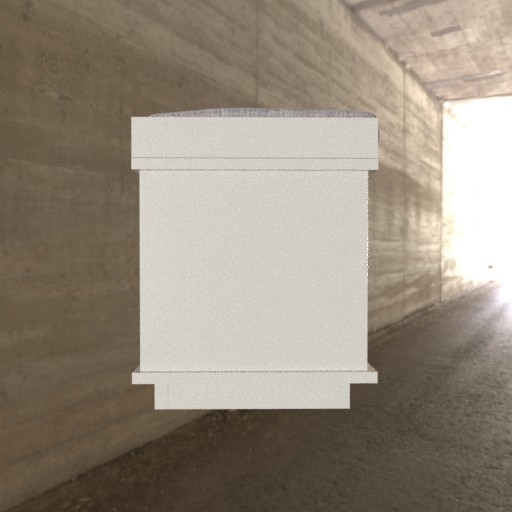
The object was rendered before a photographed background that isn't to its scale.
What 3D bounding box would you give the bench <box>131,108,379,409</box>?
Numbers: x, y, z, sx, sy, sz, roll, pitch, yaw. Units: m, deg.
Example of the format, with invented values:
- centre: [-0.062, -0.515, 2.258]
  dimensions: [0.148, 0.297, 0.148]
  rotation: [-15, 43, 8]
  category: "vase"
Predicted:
- centre: [0.000, 0.000, 0.998]
  dimensions: [0.362, 0.461, 0.734]
  rotation: [0, 1, -1]
  category: "bench"
